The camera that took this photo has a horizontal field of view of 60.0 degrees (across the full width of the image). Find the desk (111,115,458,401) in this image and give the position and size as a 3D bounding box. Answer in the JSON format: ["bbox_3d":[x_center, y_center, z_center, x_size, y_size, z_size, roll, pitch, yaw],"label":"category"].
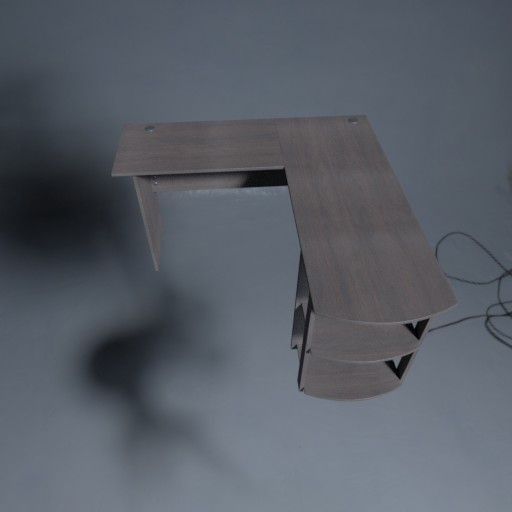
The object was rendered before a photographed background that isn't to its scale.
[{"bbox_3d":[0.000,0.000,2.172,1.303,0.716,1.361,-3,46,-3],"label":"desk"}]
